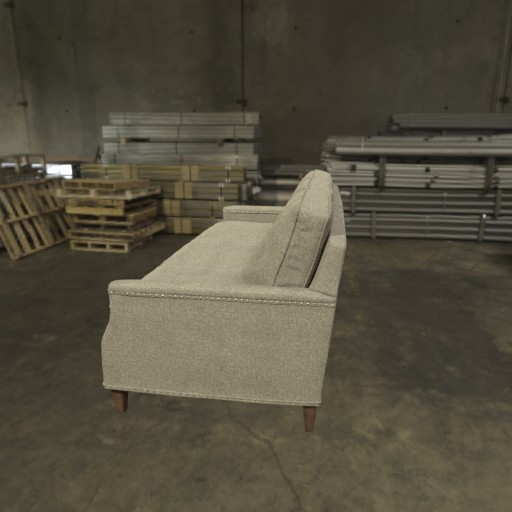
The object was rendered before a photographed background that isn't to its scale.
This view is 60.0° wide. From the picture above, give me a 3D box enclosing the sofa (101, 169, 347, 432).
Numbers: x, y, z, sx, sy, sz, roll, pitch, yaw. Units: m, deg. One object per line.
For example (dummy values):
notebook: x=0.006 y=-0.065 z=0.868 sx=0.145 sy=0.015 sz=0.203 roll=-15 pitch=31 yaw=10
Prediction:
sofa: x=0.000 y=0.000 z=2.912 sx=1.084 sy=1.003 sz=2.246 roll=2 pitch=15 yaw=9
